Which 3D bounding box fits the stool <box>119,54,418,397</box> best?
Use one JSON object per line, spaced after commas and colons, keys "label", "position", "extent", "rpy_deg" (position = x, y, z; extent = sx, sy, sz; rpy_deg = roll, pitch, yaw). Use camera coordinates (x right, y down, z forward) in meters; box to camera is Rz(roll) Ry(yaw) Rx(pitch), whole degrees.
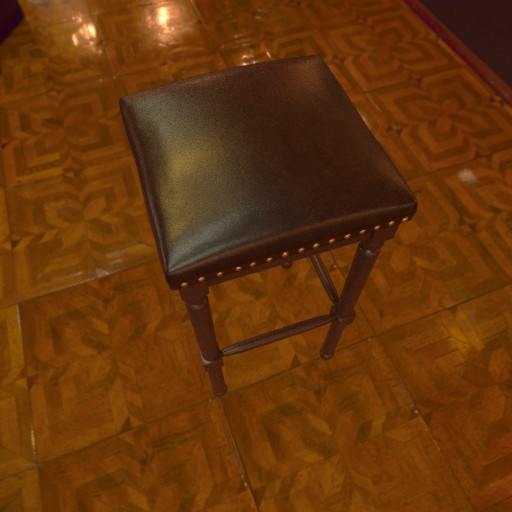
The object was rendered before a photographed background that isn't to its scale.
{"label": "stool", "position": [0.000, 0.000, 0.992], "extent": [0.383, 0.768, 0.382], "rpy_deg": [-16, 60, -10]}
